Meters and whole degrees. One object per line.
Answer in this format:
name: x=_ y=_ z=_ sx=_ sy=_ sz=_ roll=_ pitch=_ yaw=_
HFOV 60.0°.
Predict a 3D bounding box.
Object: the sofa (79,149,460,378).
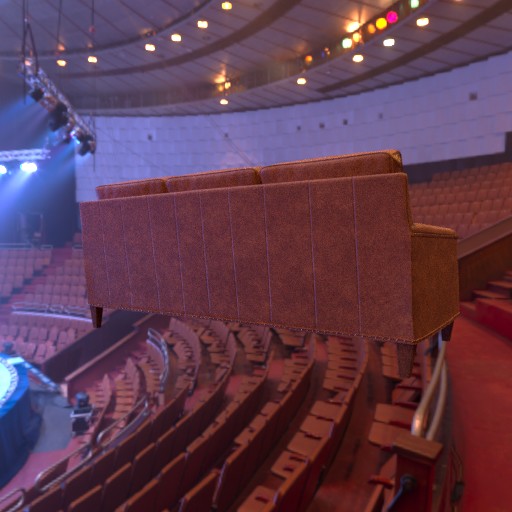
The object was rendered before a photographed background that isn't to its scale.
sofa: x=0.000 y=0.000 z=2.822 sx=2.246 sy=1.003 sz=1.084 roll=1 pitch=1 yaw=34
